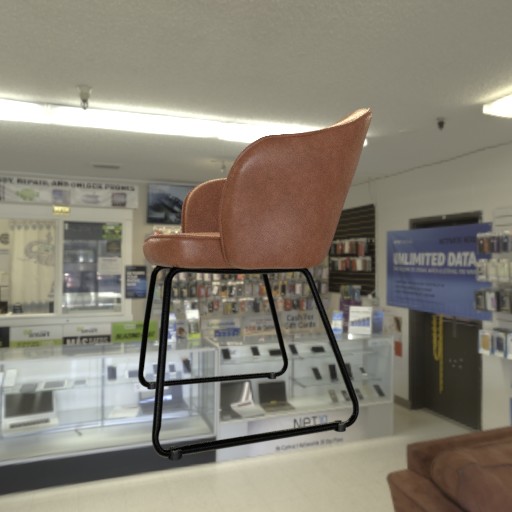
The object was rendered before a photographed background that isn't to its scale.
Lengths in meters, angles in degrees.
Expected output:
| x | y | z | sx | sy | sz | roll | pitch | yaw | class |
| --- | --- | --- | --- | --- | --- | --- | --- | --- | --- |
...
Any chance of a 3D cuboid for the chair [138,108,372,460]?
| x | y | z | sx | sy | sz | roll | pitch | yaw | class |
| --- | --- | --- | --- | --- | --- | --- | --- | --- | --- |
| 0.000 | 0.000 | 1.167 | 0.580 | 0.785 | 0.582 | 0 | 0 | -19 | chair |
